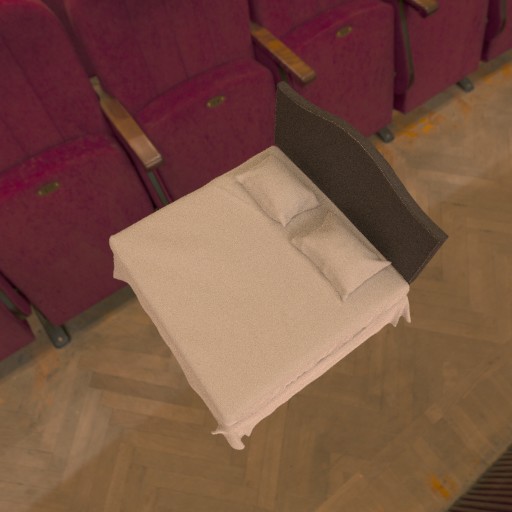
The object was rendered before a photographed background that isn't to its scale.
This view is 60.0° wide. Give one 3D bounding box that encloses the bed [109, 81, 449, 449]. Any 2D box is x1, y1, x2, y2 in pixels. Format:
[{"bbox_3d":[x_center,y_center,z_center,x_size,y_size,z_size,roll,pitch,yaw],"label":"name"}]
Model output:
[{"bbox_3d":[0.000,0.000,3.833,2.219,1.651,2.314,-33,67,-16],"label":"bed"}]
